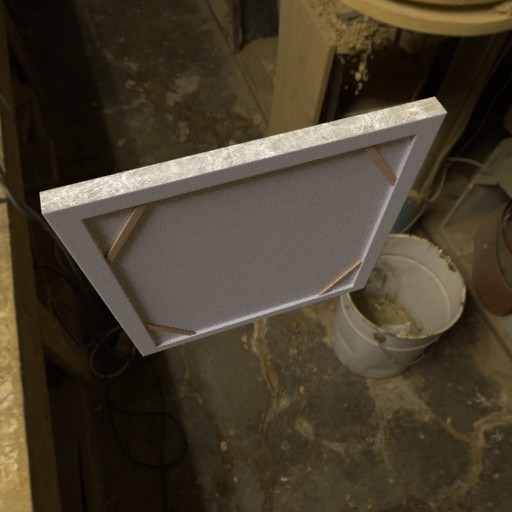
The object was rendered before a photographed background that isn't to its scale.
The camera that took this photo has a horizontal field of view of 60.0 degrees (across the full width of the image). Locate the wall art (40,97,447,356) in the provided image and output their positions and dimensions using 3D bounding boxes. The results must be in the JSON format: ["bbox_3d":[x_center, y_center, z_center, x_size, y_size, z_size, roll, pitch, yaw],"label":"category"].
[{"bbox_3d":[0.000,0.000,0.907,0.610,0.610,0.038,-16,61,-9],"label":"wall art"}]
